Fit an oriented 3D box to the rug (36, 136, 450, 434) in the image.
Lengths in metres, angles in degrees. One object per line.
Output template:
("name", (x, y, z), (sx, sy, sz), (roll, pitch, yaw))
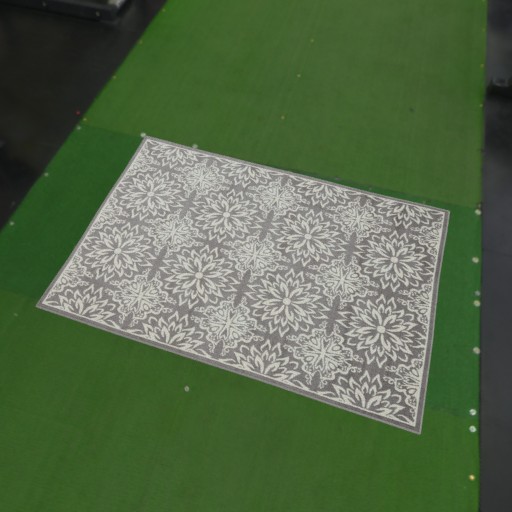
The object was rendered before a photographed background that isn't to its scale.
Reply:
("rug", (0.000, 0.000, 2.293), (1.847, 0.012, 1.224), (16, 60, 9))
